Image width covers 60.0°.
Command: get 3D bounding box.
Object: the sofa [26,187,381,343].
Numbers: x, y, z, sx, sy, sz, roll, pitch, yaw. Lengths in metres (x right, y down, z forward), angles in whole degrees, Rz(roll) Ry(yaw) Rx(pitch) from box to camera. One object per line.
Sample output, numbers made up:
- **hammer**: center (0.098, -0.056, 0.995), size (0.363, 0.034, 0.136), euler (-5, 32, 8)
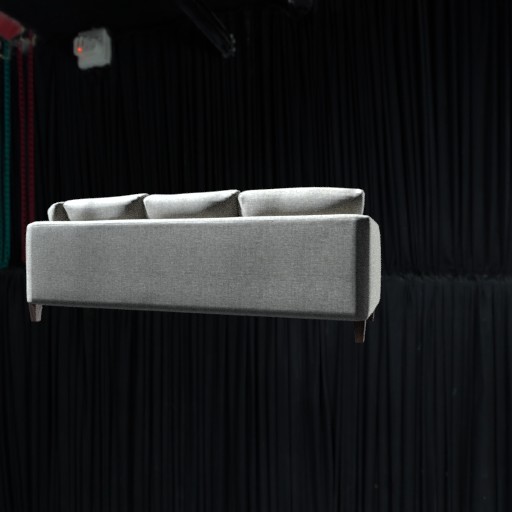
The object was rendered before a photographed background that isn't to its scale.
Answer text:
- **sofa**: center (0.000, 0.000, 4.584), size (2.593, 0.959, 3.460), euler (0, 1, 19)
